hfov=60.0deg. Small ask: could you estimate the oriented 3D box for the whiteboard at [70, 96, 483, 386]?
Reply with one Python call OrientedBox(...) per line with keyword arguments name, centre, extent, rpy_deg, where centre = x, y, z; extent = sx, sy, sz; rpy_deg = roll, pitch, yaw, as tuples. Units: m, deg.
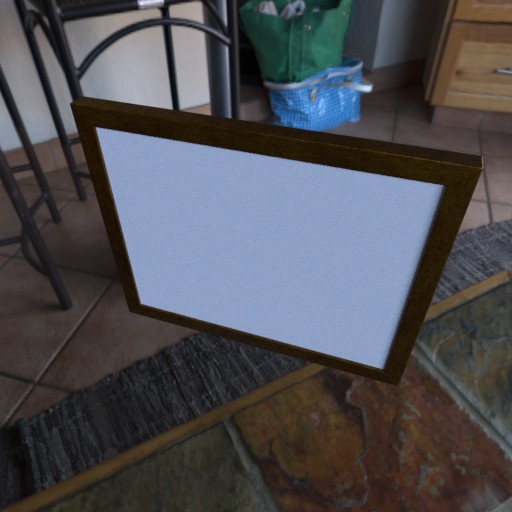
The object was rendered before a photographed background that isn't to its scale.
OrientedBox(name="whiteboard", centre=(0.000, 0.000, 0.739), extent=(0.561, 0.457, 0.029), rpy_deg=(13, 43, 14))
